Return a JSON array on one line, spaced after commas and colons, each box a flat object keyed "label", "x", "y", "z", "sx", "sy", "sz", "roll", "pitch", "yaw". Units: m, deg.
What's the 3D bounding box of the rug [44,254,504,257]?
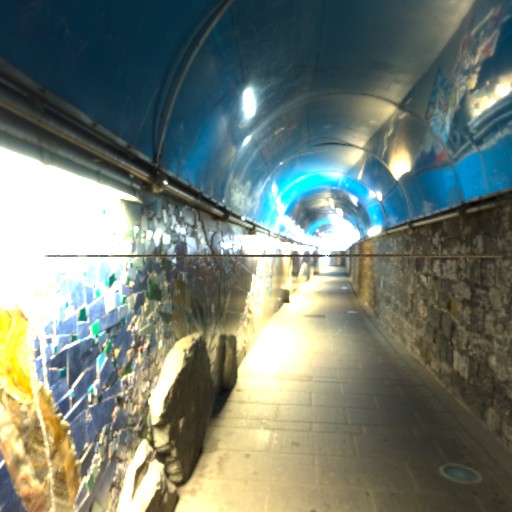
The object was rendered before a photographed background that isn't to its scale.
[{"label": "rug", "x": 0.000, "y": 0.000, "z": 2.430, "sx": 2.289, "sy": 0.013, "sz": 0.691, "roll": 0, "pitch": 0, "yaw": 20}]
